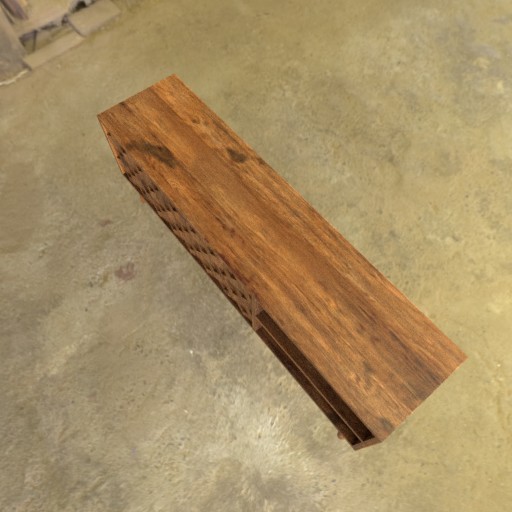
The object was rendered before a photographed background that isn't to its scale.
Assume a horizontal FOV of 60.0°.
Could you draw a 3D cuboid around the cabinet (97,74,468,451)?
[{"bbox_3d":[0.000,0.000,1.675,0.349,0.528,1.448,-36,68,-17],"label":"cabinet"}]
